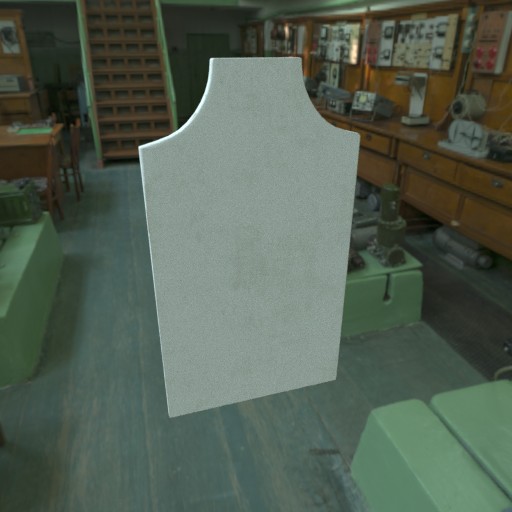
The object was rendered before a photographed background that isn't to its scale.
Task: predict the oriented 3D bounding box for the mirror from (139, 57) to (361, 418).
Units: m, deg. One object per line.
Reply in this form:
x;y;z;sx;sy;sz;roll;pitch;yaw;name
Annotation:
0.000;0.000;0.879;0.403;0.717;0.022;-8;27;-16;mirror
